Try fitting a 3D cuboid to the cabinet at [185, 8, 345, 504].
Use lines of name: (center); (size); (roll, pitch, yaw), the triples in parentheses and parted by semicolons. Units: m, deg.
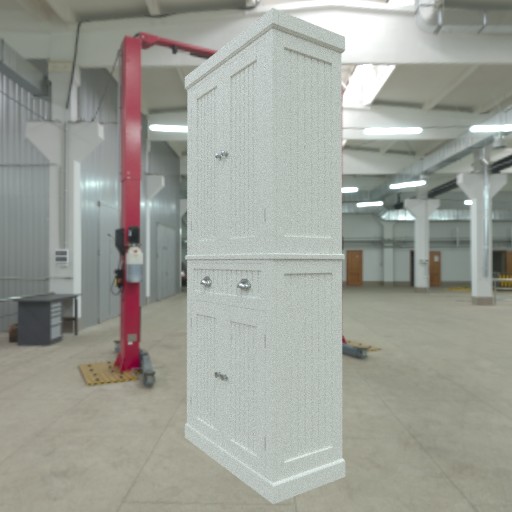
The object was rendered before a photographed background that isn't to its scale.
cabinet: (0.000, 0.000, 2.044); (0.390, 1.829, 0.754); (0, -1, -34)
